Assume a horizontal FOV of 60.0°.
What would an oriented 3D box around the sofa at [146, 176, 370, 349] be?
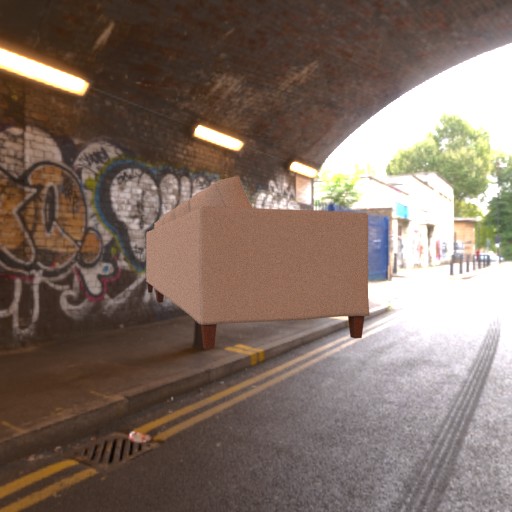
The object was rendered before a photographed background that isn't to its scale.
[{"bbox_3d":[0.000,0.000,3.851,1.625,0.861,3.186,0,1,-19],"label":"sofa"}]
